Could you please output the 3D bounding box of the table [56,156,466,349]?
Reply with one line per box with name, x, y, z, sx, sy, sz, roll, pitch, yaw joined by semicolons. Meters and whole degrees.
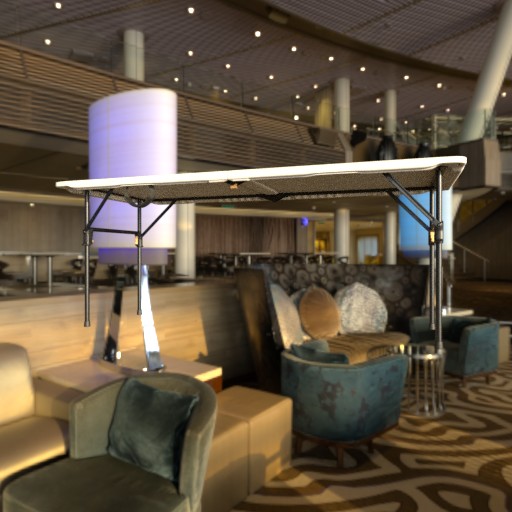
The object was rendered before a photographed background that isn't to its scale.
table;0.000;0.000;2.211;1.829;0.719;0.761;0;0;19
